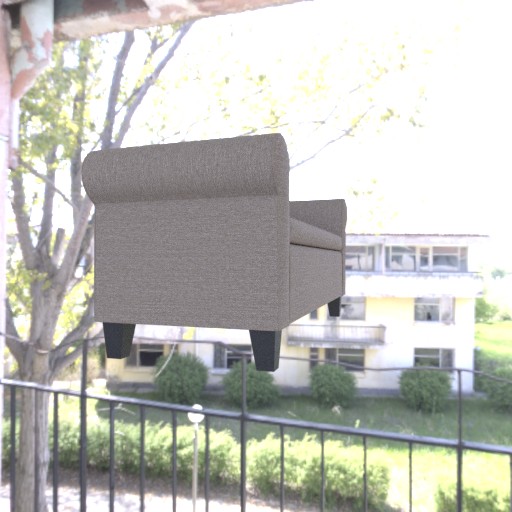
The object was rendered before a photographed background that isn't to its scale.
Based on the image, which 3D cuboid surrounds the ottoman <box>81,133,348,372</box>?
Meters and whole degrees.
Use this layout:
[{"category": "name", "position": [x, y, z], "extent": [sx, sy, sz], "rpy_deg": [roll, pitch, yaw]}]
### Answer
[{"category": "ottoman", "position": [0.000, 0.000, 1.619], "extent": [0.521, 0.547, 1.256], "rpy_deg": [0, -1, 19]}]
